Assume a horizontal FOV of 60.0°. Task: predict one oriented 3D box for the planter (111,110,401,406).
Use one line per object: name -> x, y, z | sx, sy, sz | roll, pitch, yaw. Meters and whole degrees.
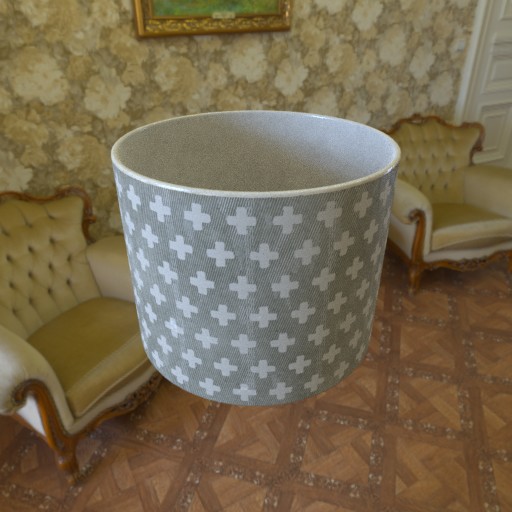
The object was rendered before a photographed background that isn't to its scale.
planter -> 0.000, 0.000, 0.346 | 0.190, 0.181, 0.190 | 0, 30, 0
